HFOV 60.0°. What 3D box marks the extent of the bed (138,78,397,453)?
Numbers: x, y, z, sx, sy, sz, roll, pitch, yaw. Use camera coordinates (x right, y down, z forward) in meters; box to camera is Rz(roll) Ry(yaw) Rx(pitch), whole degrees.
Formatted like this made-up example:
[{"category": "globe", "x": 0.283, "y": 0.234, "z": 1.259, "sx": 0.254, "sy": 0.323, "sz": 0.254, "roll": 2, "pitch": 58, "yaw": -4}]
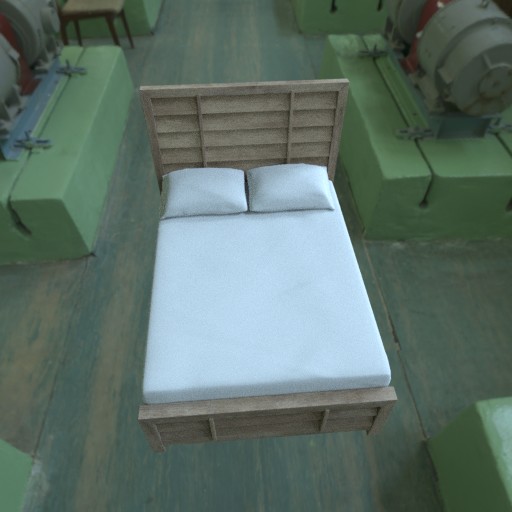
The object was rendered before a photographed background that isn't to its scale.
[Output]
[{"category": "bed", "x": 0.000, "y": 0.000, "z": 3.316, "sx": 1.626, "sy": 1.626, "sz": 2.197, "roll": -3, "pitch": 48, "yaw": -3}]
